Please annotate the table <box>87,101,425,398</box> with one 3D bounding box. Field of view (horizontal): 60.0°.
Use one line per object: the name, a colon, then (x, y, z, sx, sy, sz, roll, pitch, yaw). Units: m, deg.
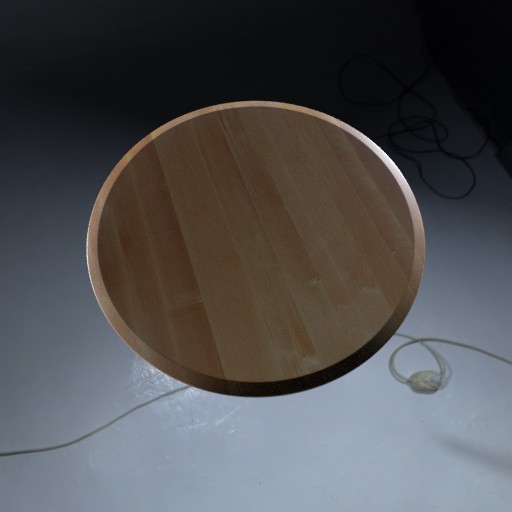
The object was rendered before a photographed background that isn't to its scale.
table: (0.000, 0.000, 1.368, 0.900, 0.400, 0.900, 0, 63, 0)
